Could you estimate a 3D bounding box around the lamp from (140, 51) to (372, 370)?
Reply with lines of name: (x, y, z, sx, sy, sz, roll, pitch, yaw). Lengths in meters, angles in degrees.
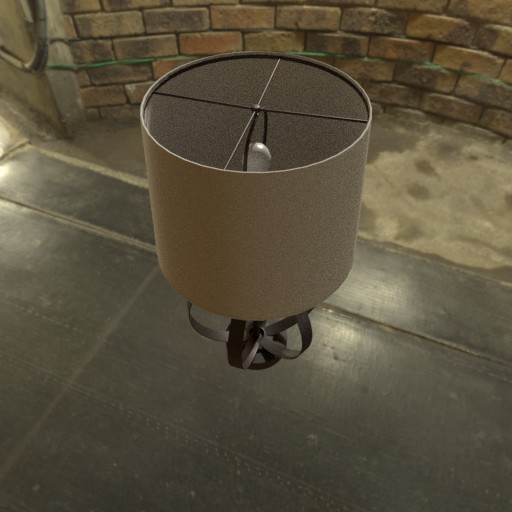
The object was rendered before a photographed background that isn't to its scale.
lamp: (0.000, 0.000, 0.677, 0.286, 0.510, 0.286, 0, 48, 0)
